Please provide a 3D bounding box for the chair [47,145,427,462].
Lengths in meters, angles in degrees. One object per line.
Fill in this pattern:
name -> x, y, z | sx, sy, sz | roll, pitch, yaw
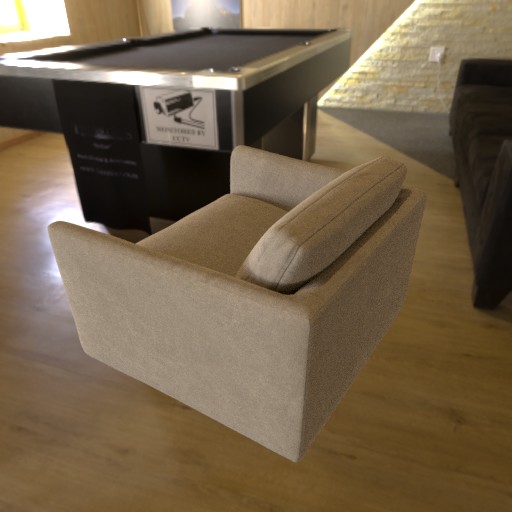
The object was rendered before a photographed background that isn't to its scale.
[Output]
chair -> 0.000, 0.000, 1.897 | 1.091, 0.845, 1.190 | 20, 36, 29
